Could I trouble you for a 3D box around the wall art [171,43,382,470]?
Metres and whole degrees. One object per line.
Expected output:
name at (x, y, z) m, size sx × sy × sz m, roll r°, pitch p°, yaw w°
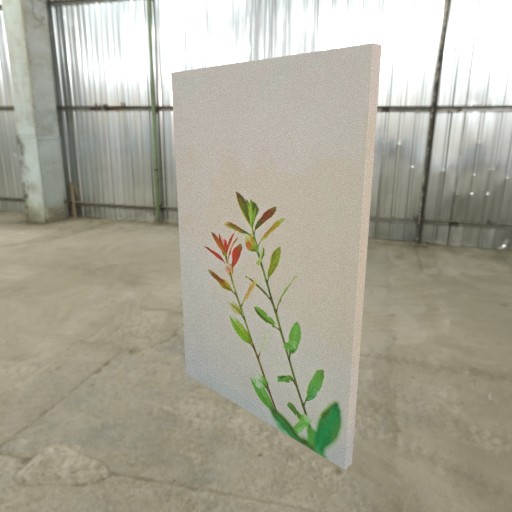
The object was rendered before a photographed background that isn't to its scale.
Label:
wall art at (0.000, 0.000, 1.409) m, size 0.764 × 1.143 × 0.038 m, roll 15°, pitch 22°, yaw 42°
